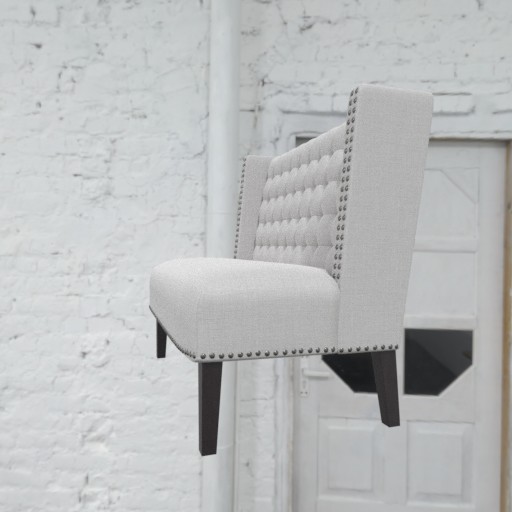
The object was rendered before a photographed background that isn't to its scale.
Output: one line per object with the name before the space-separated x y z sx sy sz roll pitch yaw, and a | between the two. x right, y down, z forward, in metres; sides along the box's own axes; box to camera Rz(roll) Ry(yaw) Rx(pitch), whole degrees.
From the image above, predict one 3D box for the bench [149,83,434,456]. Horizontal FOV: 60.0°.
bench | 0.000 0.000 1.957 0.847 1.123 1.280 0 1 -19
